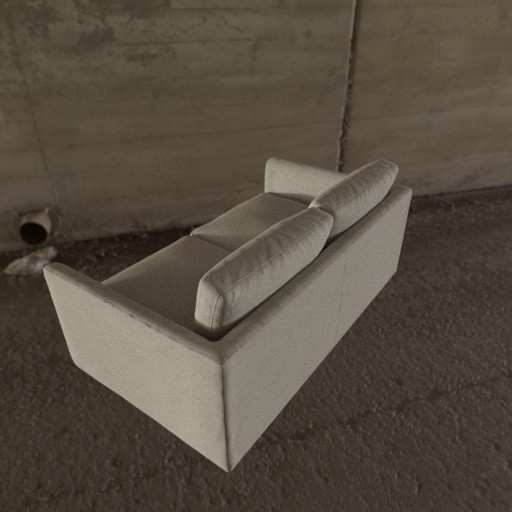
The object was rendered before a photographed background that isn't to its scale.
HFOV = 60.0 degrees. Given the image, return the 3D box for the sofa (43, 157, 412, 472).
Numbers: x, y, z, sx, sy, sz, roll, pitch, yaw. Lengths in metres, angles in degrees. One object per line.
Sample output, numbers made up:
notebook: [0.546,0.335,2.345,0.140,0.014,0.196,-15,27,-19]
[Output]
sofa: [0.000,0.000,2.539,1.091,0.839,1.905,21,37,30]
